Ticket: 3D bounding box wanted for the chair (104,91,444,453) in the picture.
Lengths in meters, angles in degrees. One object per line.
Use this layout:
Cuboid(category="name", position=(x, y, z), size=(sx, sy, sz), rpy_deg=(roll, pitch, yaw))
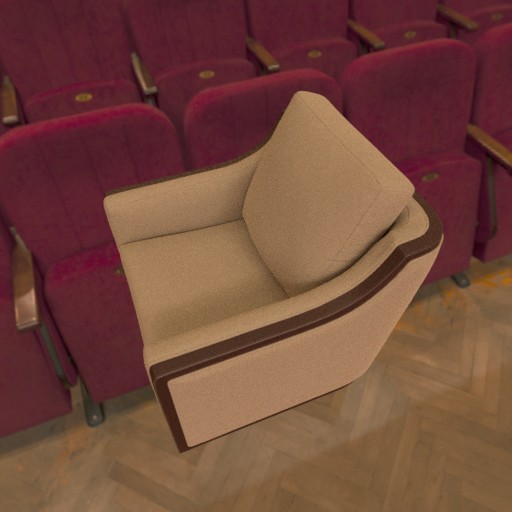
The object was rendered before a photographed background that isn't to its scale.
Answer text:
Cuboid(category="chair", position=(0.000, 0.000, 1.643), size=(0.950, 0.930, 0.870), rpy_deg=(-17, 50, -14))
